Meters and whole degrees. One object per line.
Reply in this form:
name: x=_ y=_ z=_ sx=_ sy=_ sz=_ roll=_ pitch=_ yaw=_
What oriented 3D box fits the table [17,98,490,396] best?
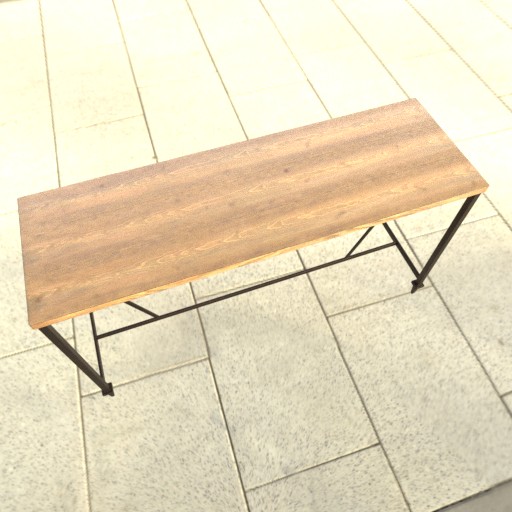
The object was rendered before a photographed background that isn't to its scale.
table: x=0.000 y=0.000 z=2.047 sx=1.700 sy=0.902 sz=0.551 roll=-17 pitch=59 yaw=-10
